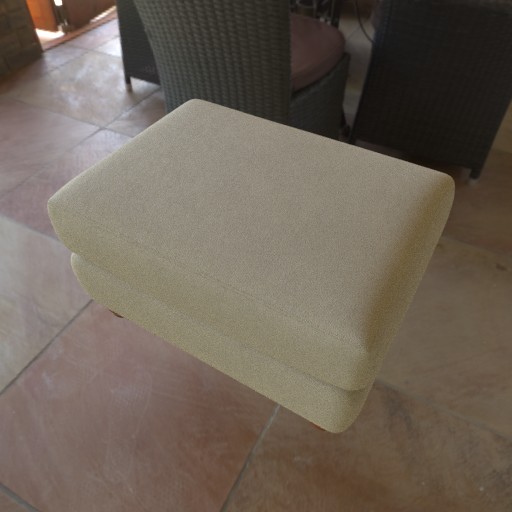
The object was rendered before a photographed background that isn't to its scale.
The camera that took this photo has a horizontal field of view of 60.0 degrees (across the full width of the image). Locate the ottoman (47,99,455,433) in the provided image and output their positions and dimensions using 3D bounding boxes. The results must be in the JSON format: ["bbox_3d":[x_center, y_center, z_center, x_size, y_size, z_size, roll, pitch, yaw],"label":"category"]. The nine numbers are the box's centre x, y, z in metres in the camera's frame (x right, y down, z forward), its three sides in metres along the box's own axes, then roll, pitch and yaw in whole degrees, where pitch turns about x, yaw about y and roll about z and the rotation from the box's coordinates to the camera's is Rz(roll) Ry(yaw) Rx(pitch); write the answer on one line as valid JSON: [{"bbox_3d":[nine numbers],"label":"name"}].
[{"bbox_3d":[0.000,0.000,1.125,0.773,0.504,0.569,23,51,21],"label":"ottoman"}]
